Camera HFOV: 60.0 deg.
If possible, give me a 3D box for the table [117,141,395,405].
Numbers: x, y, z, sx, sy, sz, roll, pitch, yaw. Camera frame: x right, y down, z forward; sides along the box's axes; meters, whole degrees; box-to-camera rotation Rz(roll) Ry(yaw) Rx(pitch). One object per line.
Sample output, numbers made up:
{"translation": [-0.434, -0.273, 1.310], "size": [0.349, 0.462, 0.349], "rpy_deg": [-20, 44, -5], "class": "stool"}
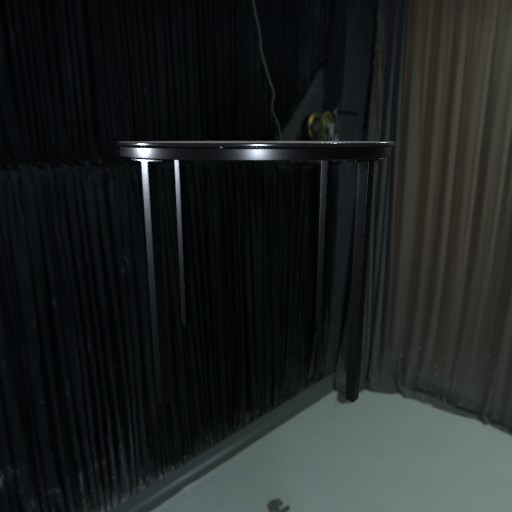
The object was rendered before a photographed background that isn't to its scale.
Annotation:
{"translation": [0.000, 0.000, 0.888], "size": [0.499, 0.443, 0.499], "rpy_deg": [0, 15, 0], "class": "table"}
